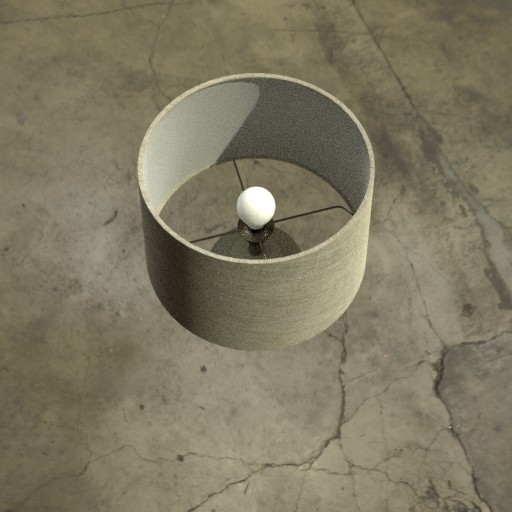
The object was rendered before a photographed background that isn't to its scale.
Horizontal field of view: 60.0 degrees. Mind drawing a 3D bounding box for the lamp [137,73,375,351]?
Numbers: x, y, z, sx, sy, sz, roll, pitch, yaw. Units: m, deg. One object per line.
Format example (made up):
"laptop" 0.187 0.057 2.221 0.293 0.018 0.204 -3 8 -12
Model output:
"lamp" 0.000 0.000 0.837 0.390 0.580 0.390 0 64 0
